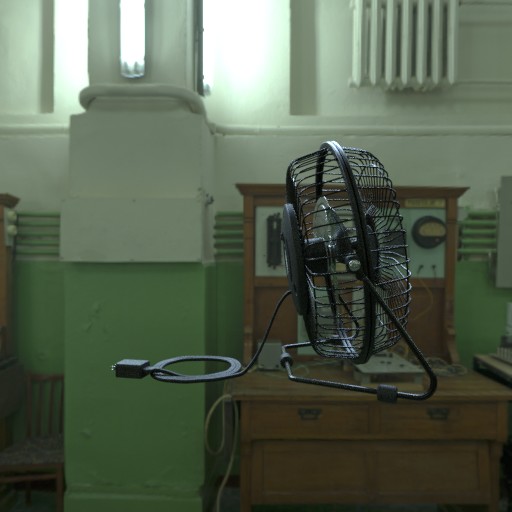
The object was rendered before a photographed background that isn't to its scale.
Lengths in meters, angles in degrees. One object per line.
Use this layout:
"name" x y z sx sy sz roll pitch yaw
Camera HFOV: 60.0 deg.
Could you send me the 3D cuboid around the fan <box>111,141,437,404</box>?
"fan" 0.000 0.000 0.374 0.227 0.188 0.209 0 0 0
